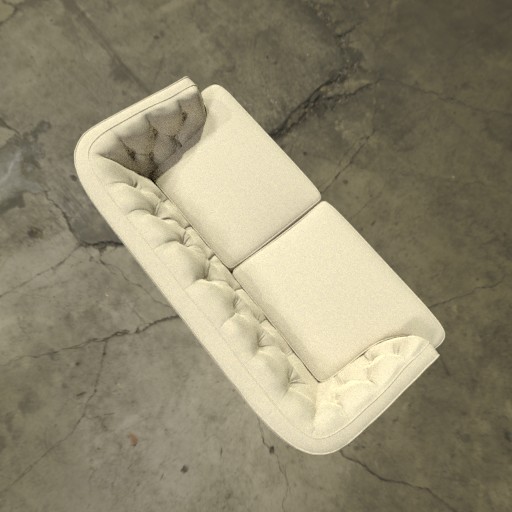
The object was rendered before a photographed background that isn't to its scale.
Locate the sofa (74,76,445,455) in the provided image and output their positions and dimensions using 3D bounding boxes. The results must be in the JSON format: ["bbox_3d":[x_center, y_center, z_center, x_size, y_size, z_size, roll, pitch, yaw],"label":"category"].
[{"bbox_3d":[0.000,0.000,2.195,0.941,0.855,1.733,-38,78,-9],"label":"sofa"}]
